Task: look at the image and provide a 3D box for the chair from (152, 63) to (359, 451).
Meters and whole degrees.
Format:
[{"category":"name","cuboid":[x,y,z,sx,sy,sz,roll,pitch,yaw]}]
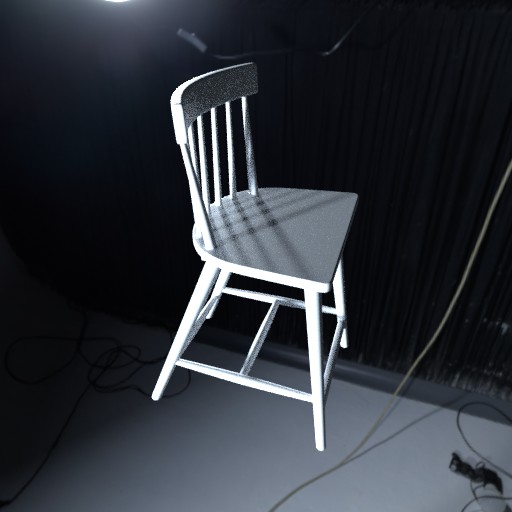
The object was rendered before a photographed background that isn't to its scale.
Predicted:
[{"category":"chair","cuboid":[0.000,0.000,1.277,0.572,0.952,0.483,10,35,15]}]
